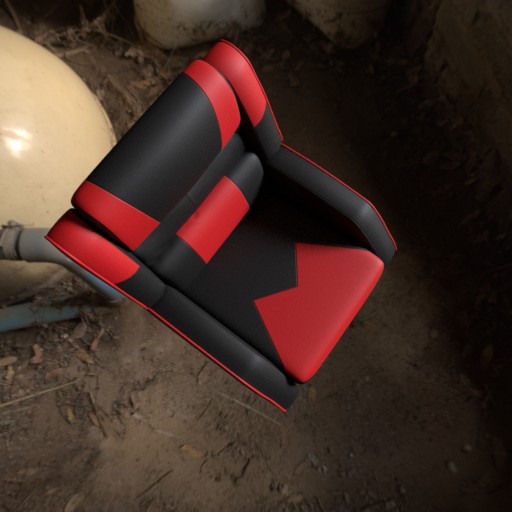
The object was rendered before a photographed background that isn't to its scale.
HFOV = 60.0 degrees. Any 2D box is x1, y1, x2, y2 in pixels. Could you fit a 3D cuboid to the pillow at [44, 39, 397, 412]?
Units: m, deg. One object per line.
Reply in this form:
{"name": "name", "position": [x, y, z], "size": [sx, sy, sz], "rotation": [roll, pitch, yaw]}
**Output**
{"name": "pillow", "position": [0.000, 0.000, 1.282], "size": [0.672, 0.805, 0.620], "rotation": [36, 79, 8]}
